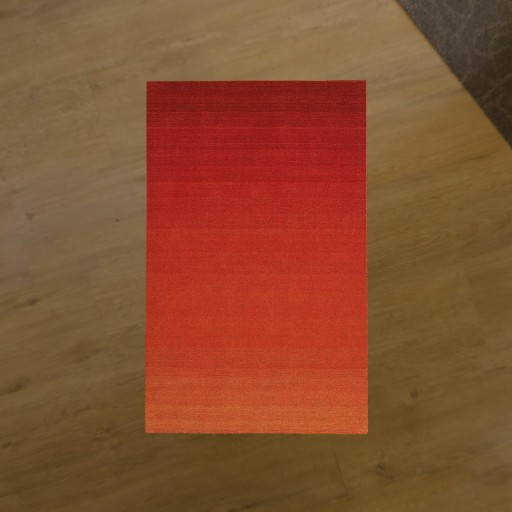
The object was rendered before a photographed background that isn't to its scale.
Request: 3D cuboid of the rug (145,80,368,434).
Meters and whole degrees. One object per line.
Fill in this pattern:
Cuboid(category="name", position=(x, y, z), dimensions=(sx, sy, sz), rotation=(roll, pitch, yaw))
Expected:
Cuboid(category="rug", position=(0.000, 0.000, 3.065), dimensions=(1.531, 0.010, 2.442), rotation=(0, 89, 1))
